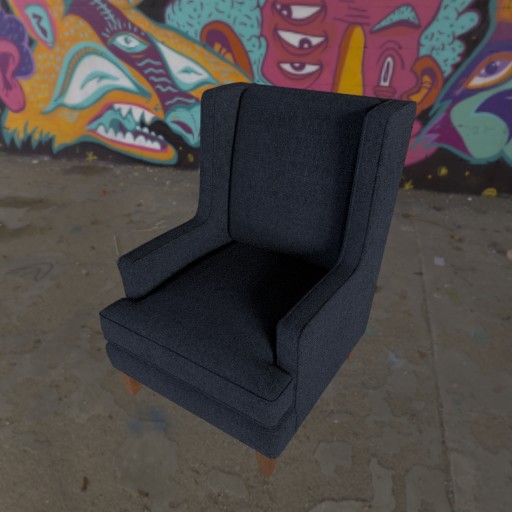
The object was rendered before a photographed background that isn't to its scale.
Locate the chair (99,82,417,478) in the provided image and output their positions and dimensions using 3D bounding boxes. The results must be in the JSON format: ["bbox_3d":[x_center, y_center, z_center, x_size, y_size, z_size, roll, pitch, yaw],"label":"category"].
[{"bbox_3d":[0.000,0.000,1.672,0.764,1.072,0.947,18,35,28],"label":"chair"}]
